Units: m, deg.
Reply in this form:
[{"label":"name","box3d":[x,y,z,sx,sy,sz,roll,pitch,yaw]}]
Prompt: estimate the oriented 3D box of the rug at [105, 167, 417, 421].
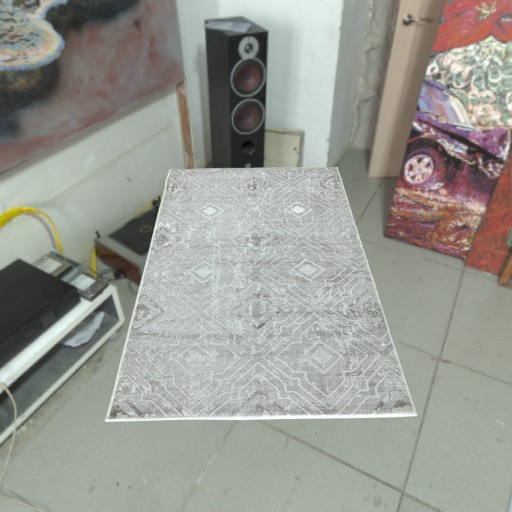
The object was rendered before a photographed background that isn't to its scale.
[{"label":"rug","box3d":[0.000,0.000,3.092,1.537,0.036,2.447,-1,41,-1]}]
